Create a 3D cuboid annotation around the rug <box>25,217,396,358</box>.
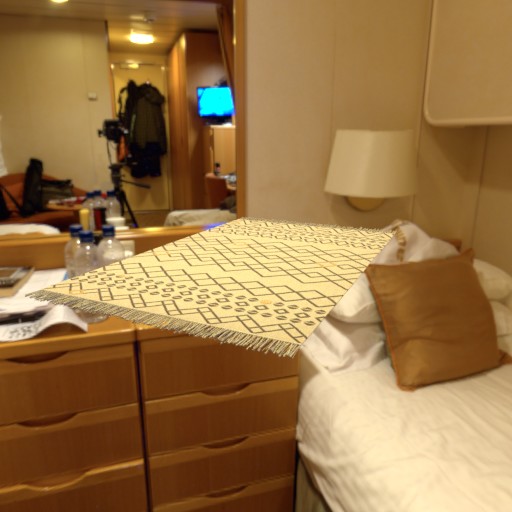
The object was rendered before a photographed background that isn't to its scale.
[{"bbox_3d":[0.000,0.000,3.043,1.495,0.035,2.472,7,17,25],"label":"rug"}]
